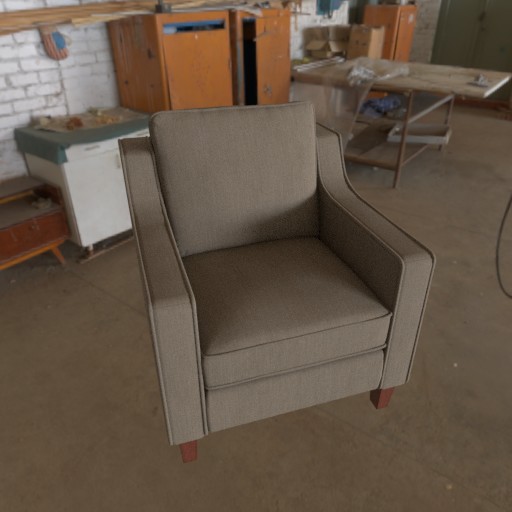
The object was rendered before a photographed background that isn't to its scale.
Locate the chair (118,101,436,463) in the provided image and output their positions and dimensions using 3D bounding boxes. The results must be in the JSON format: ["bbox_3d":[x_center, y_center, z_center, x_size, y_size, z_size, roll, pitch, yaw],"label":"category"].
[{"bbox_3d":[0.000,0.000,1.615,0.831,0.960,0.909,-9,32,-15],"label":"chair"}]
